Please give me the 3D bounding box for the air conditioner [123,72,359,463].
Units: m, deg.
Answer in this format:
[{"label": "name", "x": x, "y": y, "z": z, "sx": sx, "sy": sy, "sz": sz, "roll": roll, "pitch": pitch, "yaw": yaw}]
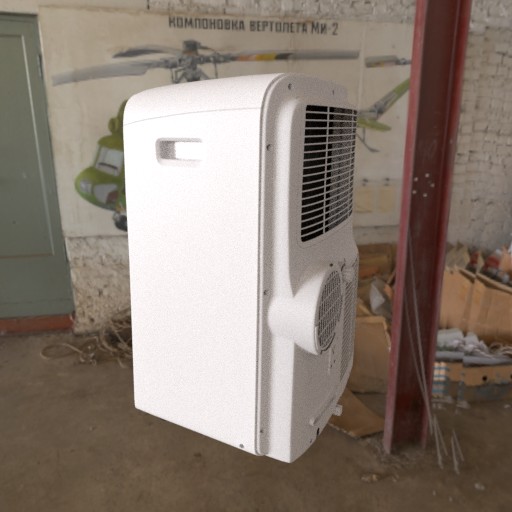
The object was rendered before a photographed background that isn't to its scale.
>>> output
[{"label": "air conditioner", "x": 0.000, "y": 0.000, "z": 1.050, "sx": 0.467, "sy": 0.765, "sz": 0.478, "roll": 8, "pitch": 18, "yaw": 25}]
